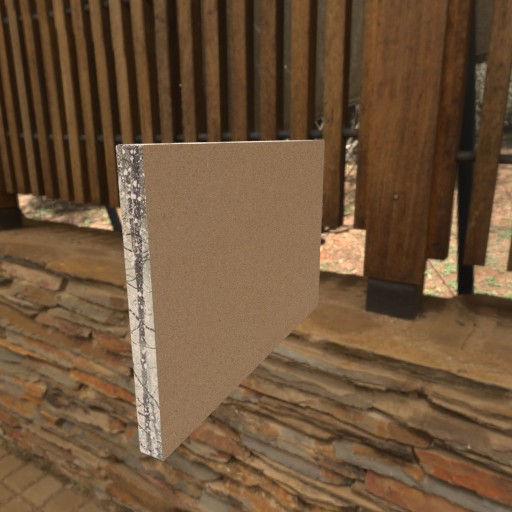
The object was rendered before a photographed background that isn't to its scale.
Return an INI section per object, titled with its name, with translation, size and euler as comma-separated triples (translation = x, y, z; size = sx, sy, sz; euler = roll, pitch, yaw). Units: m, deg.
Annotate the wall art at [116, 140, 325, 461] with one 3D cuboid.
[wall art]
translation = 0.000, 0.000, 0.798
size = 0.042, 0.398, 0.618
euler = 8, 17, 26
